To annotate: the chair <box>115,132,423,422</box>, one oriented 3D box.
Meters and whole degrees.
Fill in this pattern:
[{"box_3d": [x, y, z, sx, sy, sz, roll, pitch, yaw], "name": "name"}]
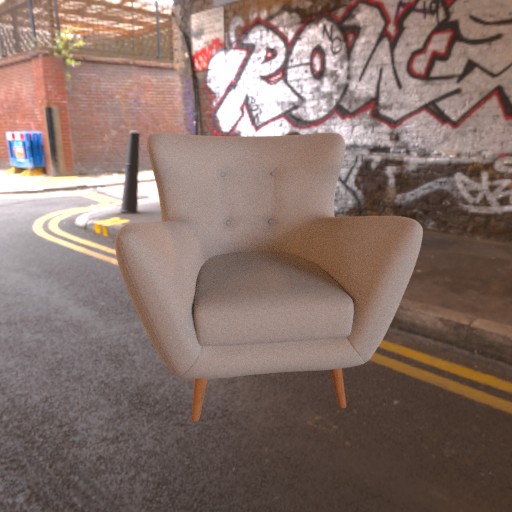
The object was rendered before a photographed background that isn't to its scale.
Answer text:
[{"box_3d": [0.000, 0.000, 1.657, 0.890, 0.889, 0.889, -2, 16, -8], "name": "chair"}]
